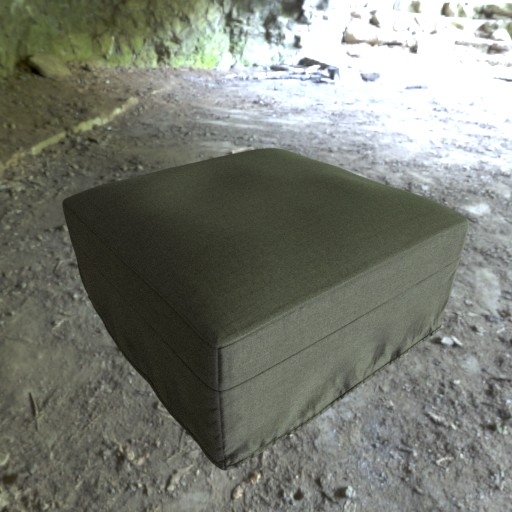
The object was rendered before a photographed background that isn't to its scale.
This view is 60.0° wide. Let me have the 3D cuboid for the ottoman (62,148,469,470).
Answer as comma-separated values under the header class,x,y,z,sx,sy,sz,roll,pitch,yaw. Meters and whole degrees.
class,x,y,z,sx,sy,sz,roll,pitch,yaw
ottoman,0.000,0.000,1.314,0.840,0.436,0.843,-21,36,-32
